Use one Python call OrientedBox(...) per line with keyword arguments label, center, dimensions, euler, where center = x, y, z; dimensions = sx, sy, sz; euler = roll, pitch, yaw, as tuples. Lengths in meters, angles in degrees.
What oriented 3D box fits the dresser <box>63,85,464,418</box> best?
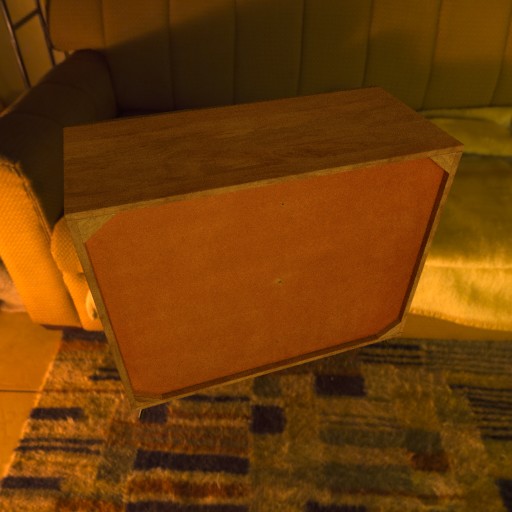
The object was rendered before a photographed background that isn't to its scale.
OrientedBox(label="dresser", center=(0.000, 0.000, 1.436), dimensions=(0.967, 0.847, 0.446), euler=(-12, 43, -14))
